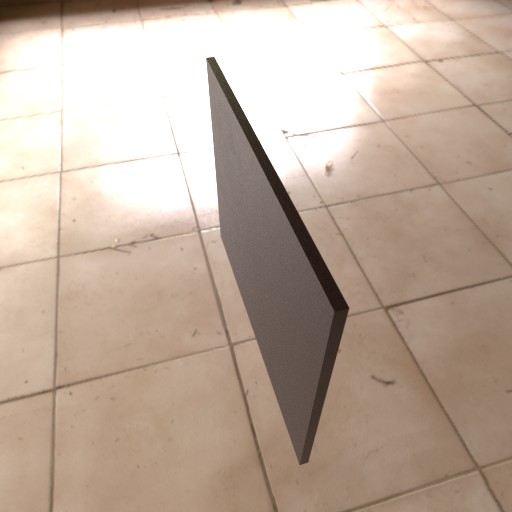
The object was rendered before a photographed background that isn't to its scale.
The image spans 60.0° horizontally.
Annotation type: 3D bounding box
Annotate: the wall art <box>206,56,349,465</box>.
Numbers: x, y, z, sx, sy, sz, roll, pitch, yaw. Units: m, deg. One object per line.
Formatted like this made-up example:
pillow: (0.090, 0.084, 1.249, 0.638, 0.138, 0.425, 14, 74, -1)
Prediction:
wall art: (0.000, 0.000, 1.630, 0.034, 0.952, 1.207, -12, 49, -11)
